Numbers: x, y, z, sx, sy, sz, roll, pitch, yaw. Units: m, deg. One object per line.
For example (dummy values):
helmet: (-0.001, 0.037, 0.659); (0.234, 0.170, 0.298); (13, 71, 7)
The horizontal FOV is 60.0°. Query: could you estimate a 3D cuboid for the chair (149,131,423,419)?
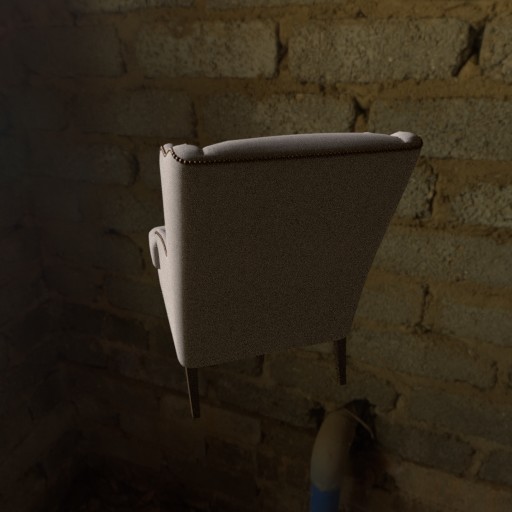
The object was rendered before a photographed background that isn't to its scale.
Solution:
chair: (0.000, 0.000, 1.688); (0.737, 1.029, 0.940); (-8, 26, -16)
